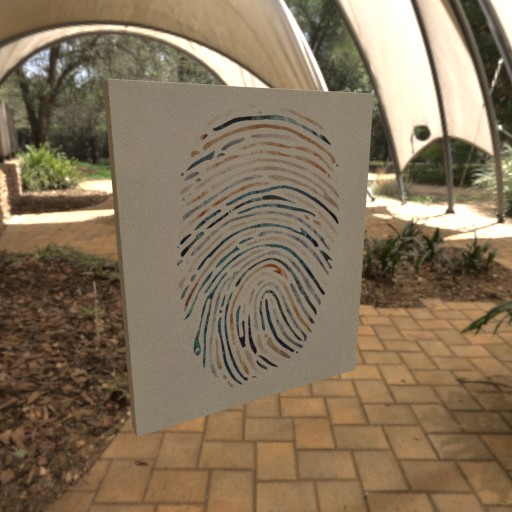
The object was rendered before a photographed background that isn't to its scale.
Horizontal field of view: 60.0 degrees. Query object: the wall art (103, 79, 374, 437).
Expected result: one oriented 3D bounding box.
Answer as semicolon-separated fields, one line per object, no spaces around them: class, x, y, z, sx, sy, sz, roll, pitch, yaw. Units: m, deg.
wall art;0.000;0.000;0.853;0.508;0.606;0.037;-8;17;-27
